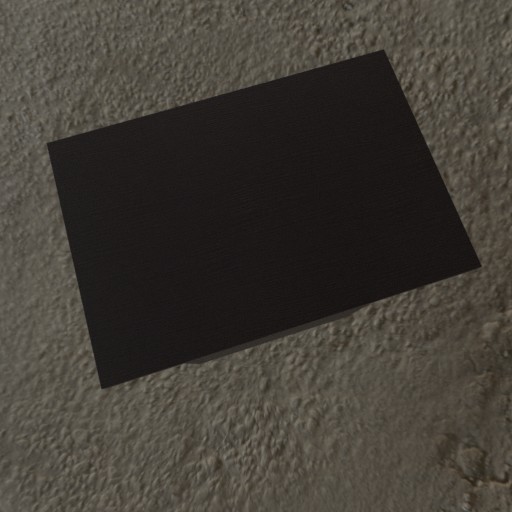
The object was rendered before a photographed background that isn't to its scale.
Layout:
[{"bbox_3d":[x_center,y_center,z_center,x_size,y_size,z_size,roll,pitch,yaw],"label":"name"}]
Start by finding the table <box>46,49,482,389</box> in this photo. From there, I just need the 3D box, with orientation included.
[{"bbox_3d":[0.000,0.000,1.041,0.589,0.711,0.408,-17,77,-4],"label":"table"}]
